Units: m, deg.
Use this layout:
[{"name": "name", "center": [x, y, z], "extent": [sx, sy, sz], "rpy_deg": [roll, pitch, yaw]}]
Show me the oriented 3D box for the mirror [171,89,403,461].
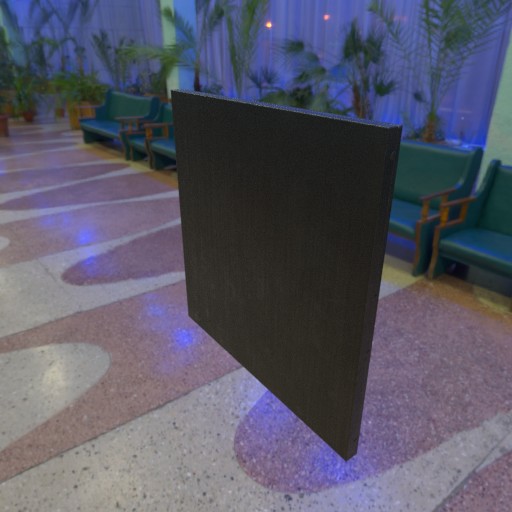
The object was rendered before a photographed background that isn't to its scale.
[{"name": "mirror", "center": [0.000, 0.000, 0.578], "extent": [0.020, 0.381, 0.382], "rpy_deg": [-18, 31, -32]}]
